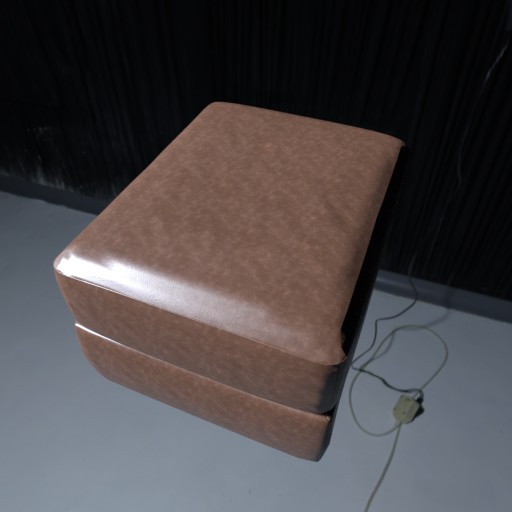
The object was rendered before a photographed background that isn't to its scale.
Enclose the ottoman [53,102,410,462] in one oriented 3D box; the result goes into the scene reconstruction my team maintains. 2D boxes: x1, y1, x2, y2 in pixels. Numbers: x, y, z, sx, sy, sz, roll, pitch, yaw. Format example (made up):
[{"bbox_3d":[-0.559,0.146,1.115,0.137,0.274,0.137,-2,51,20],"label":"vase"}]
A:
[{"bbox_3d":[0.000,0.000,1.126,0.603,0.476,0.751,16,48,15],"label":"ottoman"}]
